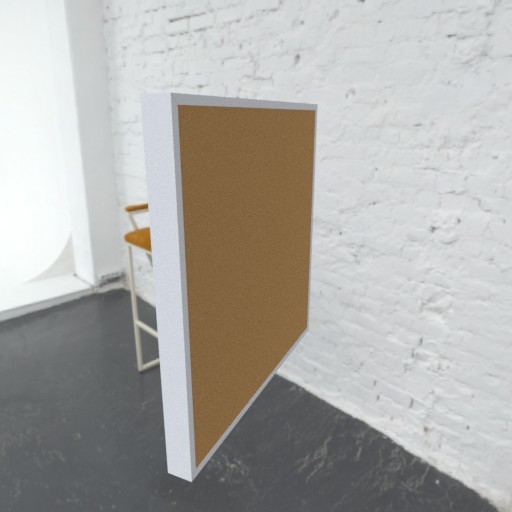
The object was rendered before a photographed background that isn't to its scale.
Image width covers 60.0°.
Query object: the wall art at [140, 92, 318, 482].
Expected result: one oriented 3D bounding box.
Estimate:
[{"bbox_3d":[0.000,0.000,0.768,0.040,0.509,0.509,8,19,24],"label":"wall art"}]
